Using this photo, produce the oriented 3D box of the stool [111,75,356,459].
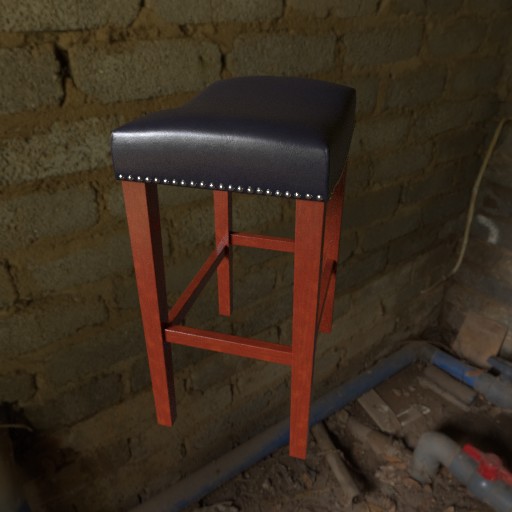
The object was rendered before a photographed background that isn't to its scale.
[{"bbox_3d":[0.000,0.000,1.053,0.372,0.742,0.504,8,31,13],"label":"stool"}]
